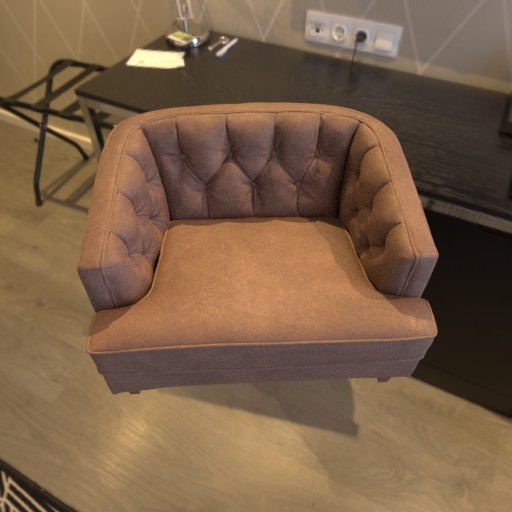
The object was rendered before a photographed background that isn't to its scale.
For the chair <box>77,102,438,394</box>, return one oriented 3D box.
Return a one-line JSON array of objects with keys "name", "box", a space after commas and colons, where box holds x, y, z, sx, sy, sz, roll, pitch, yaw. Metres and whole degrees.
[{"name": "chair", "box": [0.000, 0.000, 1.680, 1.118, 0.787, 0.914, -2, 47, -2]}]
